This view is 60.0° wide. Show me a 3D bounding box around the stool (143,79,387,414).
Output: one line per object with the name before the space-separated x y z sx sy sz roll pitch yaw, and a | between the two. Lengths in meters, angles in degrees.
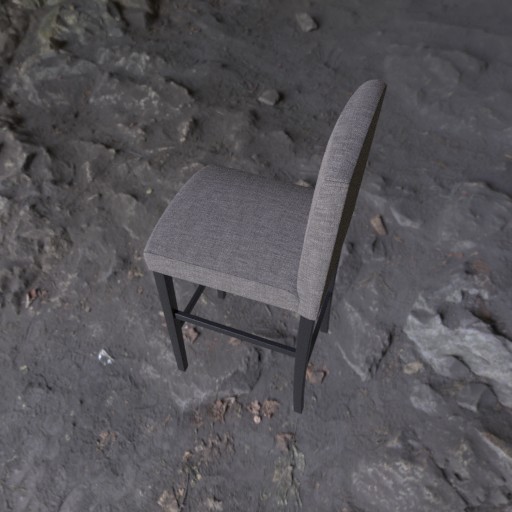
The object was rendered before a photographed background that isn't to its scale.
stool | 0.000 0.000 1.436 0.552 1.138 0.451 16 49 14
